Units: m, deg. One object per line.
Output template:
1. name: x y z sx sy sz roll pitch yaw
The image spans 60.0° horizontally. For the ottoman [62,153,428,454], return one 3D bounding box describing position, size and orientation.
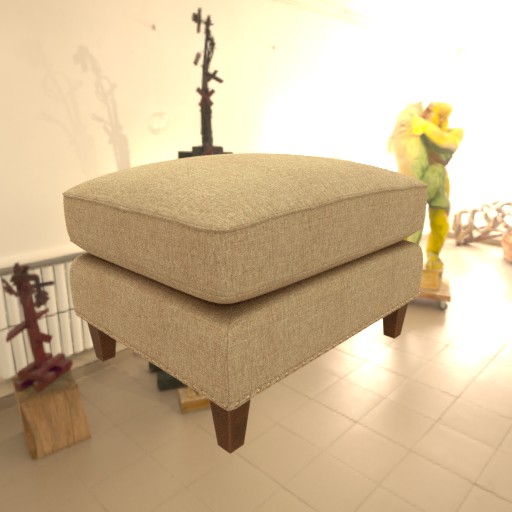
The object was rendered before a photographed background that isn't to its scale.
1. ottoman: 0.000 0.000 1.145 0.584 0.513 0.741 15 22 42
